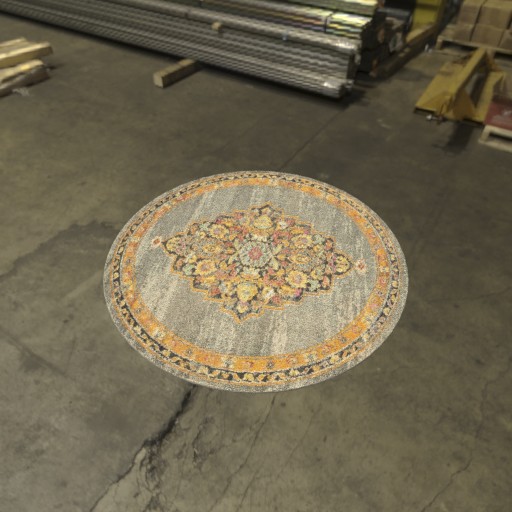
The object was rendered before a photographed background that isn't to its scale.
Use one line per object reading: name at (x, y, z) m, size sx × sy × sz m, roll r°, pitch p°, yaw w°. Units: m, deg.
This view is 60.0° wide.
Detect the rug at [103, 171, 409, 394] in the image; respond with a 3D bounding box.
rug at (0.000, 0.000, 2.388) m, size 1.598 × 0.010 × 1.598 m, roll 0°, pitch 45°, yaw 0°
